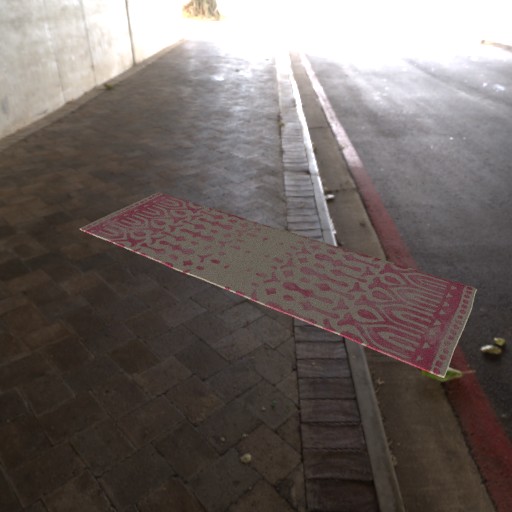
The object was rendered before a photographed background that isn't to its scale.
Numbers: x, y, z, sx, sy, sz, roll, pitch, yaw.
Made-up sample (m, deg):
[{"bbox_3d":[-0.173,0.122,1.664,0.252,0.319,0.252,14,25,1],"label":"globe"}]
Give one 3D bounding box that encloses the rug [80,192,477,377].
[{"bbox_3d":[0.000,0.000,2.753,2.458,0.011,0.787,19,36,29],"label":"rug"}]
